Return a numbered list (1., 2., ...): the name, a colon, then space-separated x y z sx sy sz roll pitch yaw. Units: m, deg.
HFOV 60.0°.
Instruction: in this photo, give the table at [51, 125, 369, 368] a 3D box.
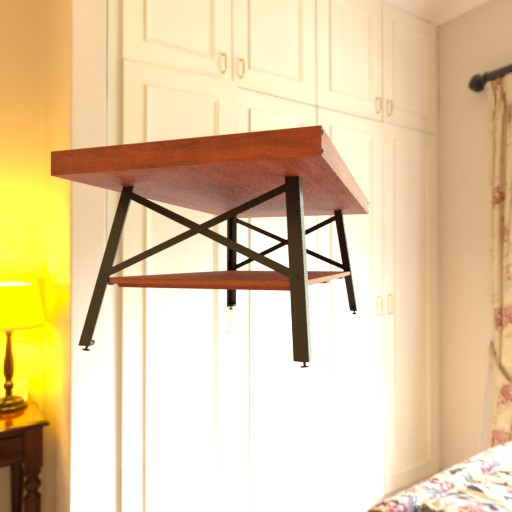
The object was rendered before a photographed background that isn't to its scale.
1. table: 0.000 0.000 1.394 0.610 0.457 1.067 0 -1 19
